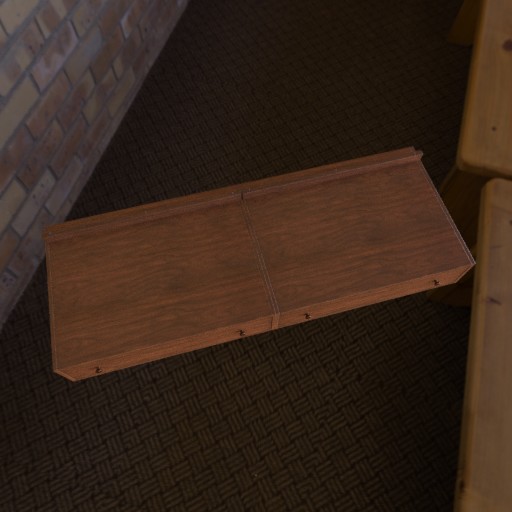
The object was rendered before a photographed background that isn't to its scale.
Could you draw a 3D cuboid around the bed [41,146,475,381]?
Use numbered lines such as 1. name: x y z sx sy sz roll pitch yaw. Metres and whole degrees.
1. bed: 0.000 0.000 2.336 2.057 0.326 0.787 -13 64 -7
